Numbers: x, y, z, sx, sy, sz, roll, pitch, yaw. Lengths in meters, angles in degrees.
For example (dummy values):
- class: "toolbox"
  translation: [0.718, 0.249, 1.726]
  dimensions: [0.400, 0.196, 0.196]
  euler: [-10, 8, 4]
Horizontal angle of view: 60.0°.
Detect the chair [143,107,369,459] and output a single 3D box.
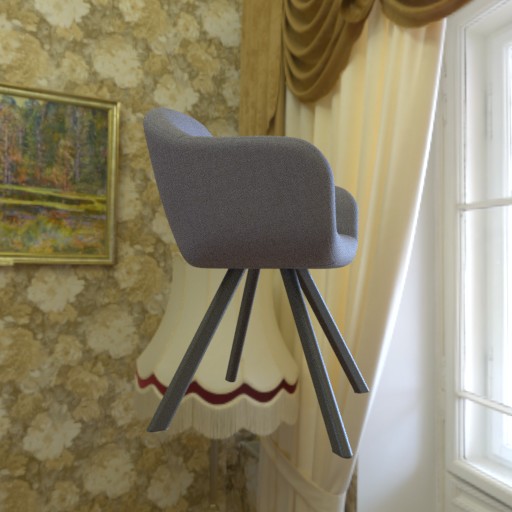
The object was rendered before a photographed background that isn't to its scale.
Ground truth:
- class: "chair"
  translation: [0.000, 0.000, 1.179]
  dimensions: [0.550, 0.795, 0.590]
  euler: [0, -1, 18]
